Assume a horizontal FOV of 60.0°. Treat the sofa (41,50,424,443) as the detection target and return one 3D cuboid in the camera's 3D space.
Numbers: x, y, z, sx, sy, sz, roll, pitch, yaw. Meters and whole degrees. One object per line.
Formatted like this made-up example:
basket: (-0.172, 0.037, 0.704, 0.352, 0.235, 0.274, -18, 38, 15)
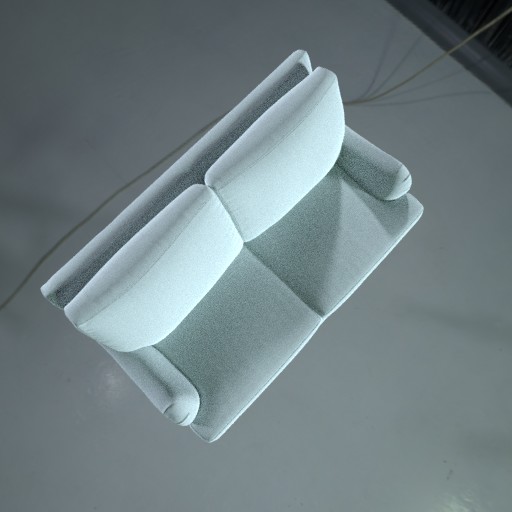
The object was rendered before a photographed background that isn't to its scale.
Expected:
sofa: (0.000, 0.000, 2.522, 1.084, 1.101, 1.853, 43, 80, 9)
